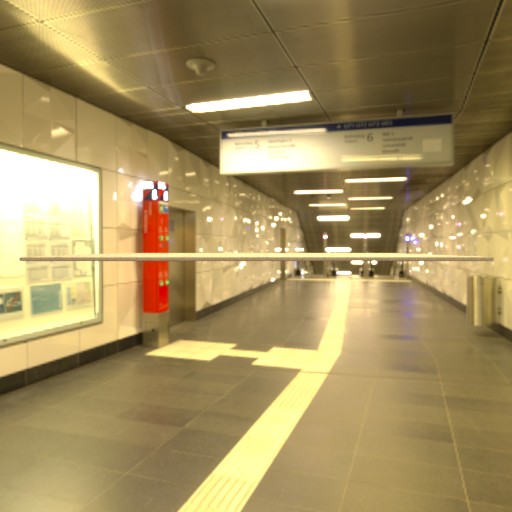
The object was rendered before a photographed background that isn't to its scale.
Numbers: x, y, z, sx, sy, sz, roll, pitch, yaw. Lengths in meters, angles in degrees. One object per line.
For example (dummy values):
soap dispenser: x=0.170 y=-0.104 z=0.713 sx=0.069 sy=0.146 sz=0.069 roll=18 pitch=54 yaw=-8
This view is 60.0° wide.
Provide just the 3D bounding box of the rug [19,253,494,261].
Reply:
rug: x=0.000 y=0.000 z=2.313 sx=1.828 sy=0.015 sz=1.222 roll=0 pitch=1 yaw=0
